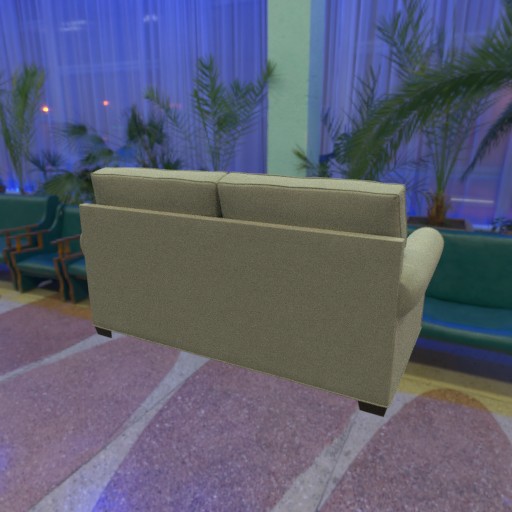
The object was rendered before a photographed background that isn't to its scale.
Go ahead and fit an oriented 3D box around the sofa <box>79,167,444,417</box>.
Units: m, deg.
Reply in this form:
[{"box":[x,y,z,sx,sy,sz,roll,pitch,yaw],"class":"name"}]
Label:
[{"box":[0.000,0.000,2.358,1.774,0.933,0.861,8,18,27],"class":"sofa"}]
